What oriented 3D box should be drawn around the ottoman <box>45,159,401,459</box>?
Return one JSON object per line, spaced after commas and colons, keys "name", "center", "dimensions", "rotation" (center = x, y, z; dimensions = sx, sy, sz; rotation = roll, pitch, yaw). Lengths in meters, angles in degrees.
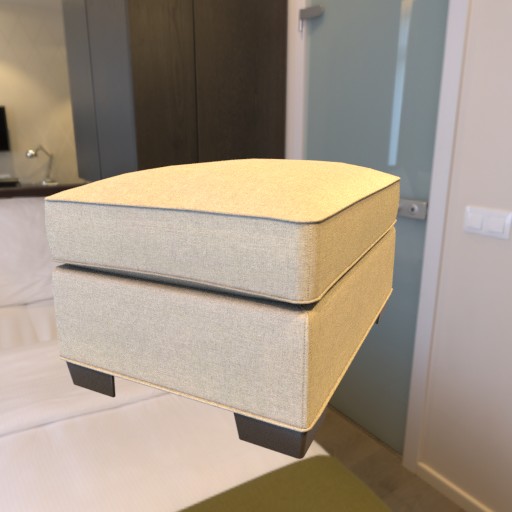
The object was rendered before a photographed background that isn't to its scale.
{"name": "ottoman", "center": [0.000, 0.000, 1.208], "dimensions": [0.619, 0.504, 0.843], "rotation": [7, 17, 25]}
